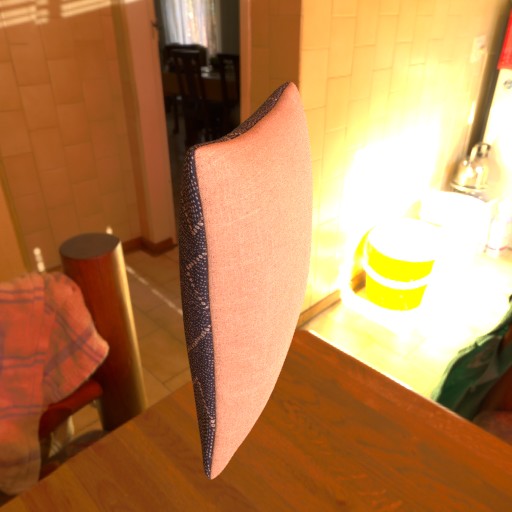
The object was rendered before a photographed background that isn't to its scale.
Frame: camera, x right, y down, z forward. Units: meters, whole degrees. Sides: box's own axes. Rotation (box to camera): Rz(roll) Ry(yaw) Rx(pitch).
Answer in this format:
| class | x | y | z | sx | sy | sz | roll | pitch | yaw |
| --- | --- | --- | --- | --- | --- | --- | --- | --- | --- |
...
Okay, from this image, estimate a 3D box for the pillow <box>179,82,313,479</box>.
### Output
| class | x | y | z | sx | sy | sz | roll | pitch | yaw |
| --- | --- | --- | --- | --- | --- | --- | --- | --- | --- |
| pillow | 0.000 | 0.000 | 0.650 | 0.148 | 0.428 | 0.435 | 7 | 29 | 13 |
